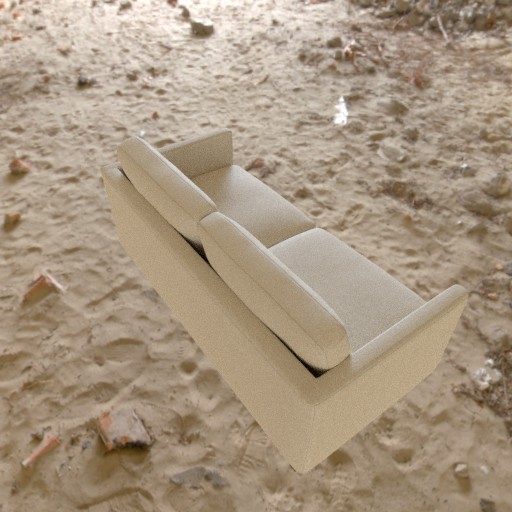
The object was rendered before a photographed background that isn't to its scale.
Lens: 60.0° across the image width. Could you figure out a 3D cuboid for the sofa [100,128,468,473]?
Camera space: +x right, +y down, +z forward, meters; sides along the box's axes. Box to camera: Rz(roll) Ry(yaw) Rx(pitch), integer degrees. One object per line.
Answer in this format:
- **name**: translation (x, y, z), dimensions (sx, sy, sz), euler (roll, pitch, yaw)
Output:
- **sofa**: translation (0.000, 0.000, 2.486), dimensions (0.965, 0.889, 1.981), euler (-26, 48, -26)
